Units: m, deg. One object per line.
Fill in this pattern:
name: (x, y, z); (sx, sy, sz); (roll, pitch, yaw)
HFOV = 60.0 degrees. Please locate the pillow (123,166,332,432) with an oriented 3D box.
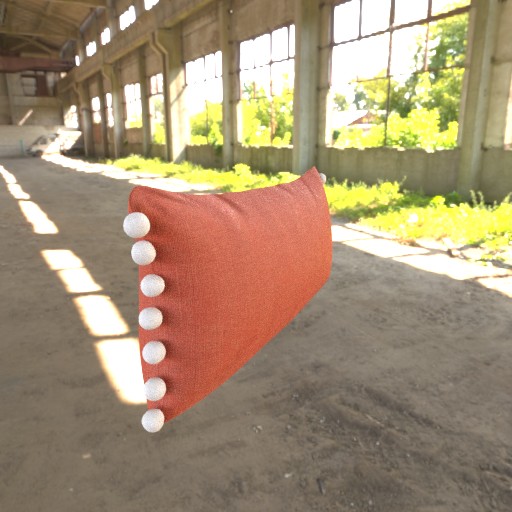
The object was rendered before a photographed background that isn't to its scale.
pillow: (0.000, 0.000, 0.830); (0.201, 0.322, 0.709); (7, 17, 25)
